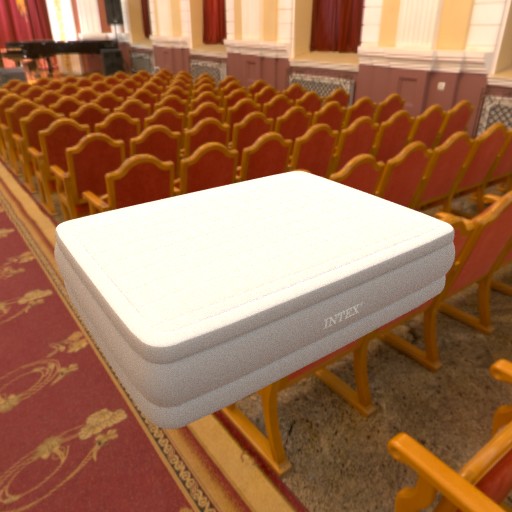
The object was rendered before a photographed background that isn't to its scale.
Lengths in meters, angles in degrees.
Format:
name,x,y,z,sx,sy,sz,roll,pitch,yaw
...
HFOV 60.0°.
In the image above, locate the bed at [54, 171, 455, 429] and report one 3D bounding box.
name,x,y,z,sx,sy,sz,roll,pitch,yaw
bed,0.000,0.000,2.678,2.036,0.460,1.520,-18,33,-31
